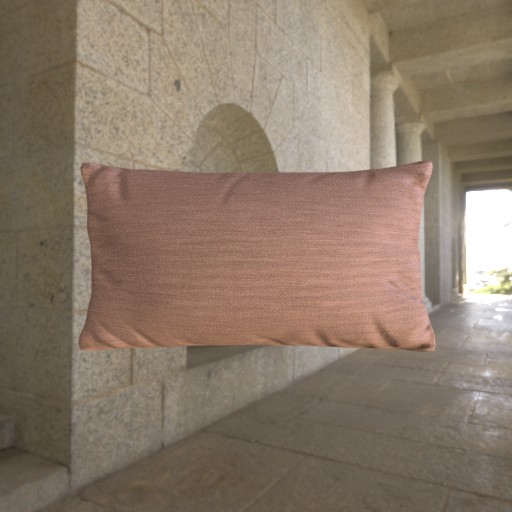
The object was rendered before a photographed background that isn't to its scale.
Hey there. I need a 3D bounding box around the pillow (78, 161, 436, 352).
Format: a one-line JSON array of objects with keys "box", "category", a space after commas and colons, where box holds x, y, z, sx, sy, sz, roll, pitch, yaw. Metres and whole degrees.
[{"box": [0.000, 0.000, 0.782, 0.633, 0.338, 0.210, 0, -2, 1], "category": "pillow"}]
